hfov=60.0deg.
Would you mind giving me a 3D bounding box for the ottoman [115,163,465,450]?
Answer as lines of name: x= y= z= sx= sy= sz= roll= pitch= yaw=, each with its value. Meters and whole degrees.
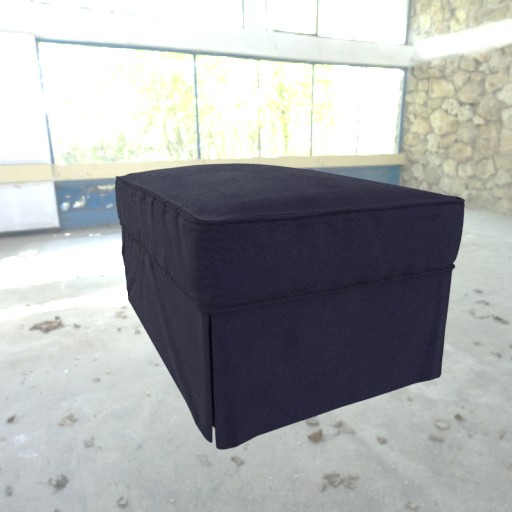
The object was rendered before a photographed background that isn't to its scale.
ottoman: x=0.000 y=0.000 z=1.274 sx=0.637 sy=0.503 sz=0.938 roll=-7 pitch=17 yaw=-25
